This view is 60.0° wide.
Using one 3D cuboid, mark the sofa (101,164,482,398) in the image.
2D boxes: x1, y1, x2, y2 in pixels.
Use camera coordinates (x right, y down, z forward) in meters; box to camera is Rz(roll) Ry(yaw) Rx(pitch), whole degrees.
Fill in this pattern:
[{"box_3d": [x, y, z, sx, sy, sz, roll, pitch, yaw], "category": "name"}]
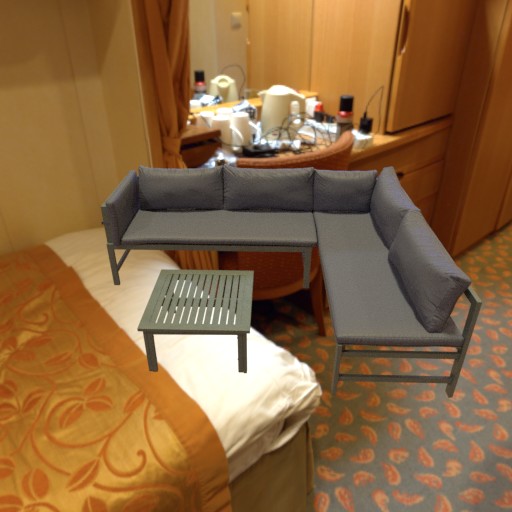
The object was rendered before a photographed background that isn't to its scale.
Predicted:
[{"box_3d": [0.000, 0.000, 2.920, 2.149, 0.762, 1.658, 1, 30, 1], "category": "sofa"}]
